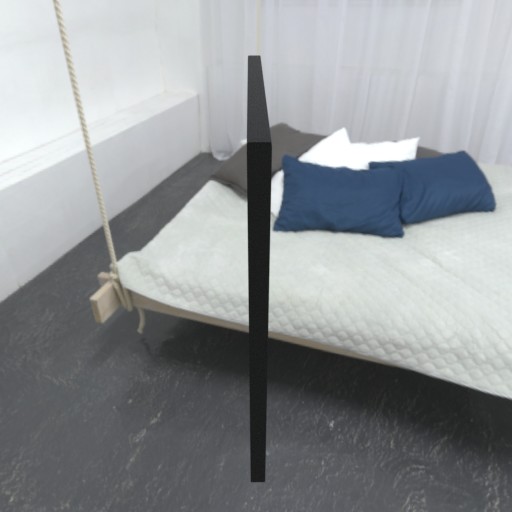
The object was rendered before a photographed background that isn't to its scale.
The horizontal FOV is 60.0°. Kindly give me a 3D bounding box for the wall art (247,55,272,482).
[{"bbox_3d":[0.000,0.000,0.689,0.021,0.508,0.432,0,33,-1],"label":"wall art"}]
